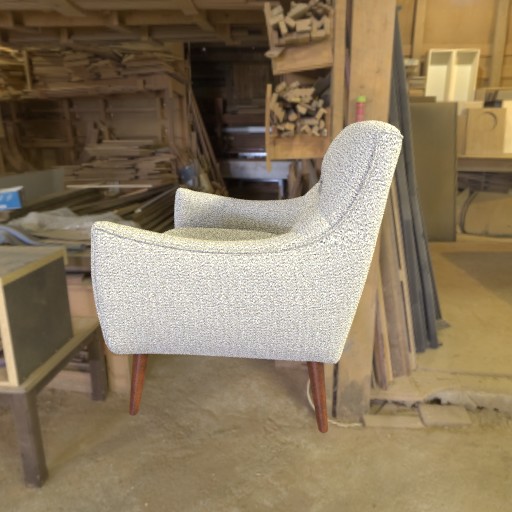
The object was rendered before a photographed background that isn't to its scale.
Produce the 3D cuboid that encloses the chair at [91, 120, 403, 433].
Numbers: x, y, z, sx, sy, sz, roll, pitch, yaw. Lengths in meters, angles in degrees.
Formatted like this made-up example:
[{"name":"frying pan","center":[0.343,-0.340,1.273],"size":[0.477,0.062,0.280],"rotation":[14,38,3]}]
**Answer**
[{"name":"chair","center":[0.000,0.000,1.442],"size":[0.787,0.838,0.762],"rotation":[2,16,8]}]
